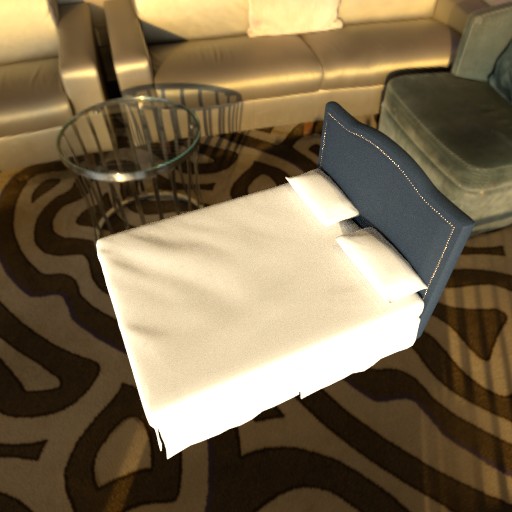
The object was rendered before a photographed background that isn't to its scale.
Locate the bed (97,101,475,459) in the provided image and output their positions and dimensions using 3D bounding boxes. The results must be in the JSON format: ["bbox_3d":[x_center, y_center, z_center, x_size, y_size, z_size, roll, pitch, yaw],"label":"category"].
[{"bbox_3d":[0.000,0.000,3.447,2.282,1.436,1.821,-19,50,-16],"label":"bed"}]
